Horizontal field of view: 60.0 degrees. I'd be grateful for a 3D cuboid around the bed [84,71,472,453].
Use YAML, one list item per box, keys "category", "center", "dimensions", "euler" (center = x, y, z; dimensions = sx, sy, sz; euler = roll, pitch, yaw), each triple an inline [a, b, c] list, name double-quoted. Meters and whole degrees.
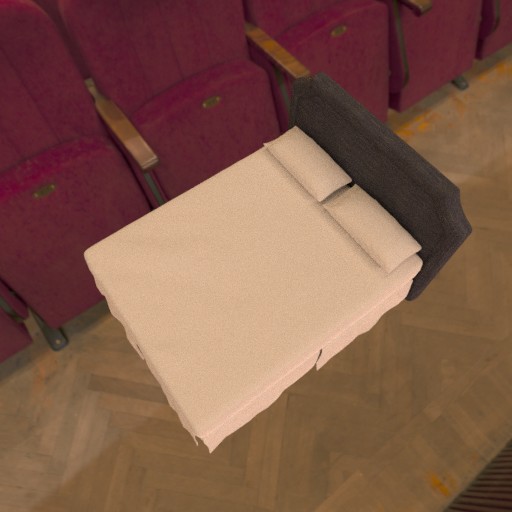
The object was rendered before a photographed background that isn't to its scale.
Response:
- category: "bed"
  center: [0.000, 0.000, 3.140]
  dimensions: [2.116, 1.290, 1.693]
  euler: [-33, 67, -16]
